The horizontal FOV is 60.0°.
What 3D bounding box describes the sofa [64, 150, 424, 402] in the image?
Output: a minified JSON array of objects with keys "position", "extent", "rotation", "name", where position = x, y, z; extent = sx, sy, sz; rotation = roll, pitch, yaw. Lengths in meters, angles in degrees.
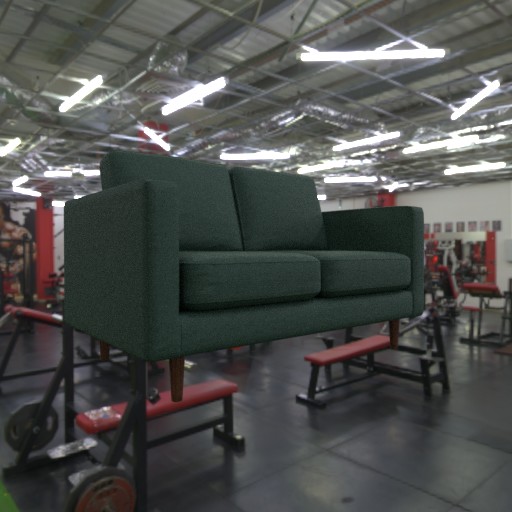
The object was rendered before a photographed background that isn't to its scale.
[{"position":[0.000,0.000,2.015],"extent":[1.430,0.899,0.879],"rotation":[-1,1,-38],"name":"sofa"}]
